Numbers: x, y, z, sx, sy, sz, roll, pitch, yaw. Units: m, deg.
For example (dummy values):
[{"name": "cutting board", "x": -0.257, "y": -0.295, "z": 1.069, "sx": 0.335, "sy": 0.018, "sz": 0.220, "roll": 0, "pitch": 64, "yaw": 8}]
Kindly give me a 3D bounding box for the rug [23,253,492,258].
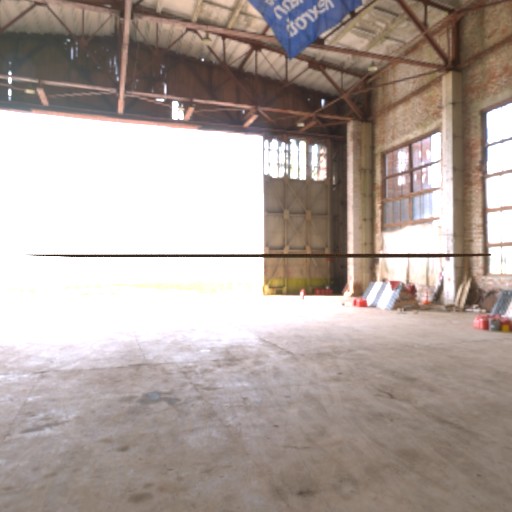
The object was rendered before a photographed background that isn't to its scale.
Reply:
[{"name": "rug", "x": 0.000, "y": 0.000, "z": 2.685, "sx": 2.448, "sy": 0.012, "sz": 0.769, "roll": 0, "pitch": -1, "yaw": 1}]
